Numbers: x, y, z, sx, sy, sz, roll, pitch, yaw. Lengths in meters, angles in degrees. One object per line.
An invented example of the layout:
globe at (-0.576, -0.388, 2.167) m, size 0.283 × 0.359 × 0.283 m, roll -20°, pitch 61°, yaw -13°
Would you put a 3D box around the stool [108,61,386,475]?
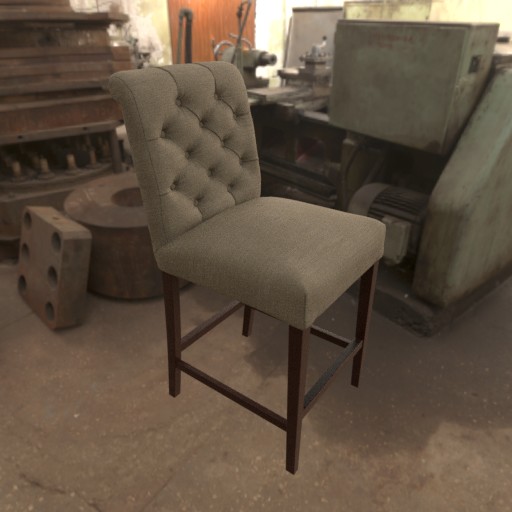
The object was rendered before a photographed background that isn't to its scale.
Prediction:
stool at (0.000, 0.000, 1.395) m, size 0.660 × 1.084 × 0.486 m, roll 19°, pitch 34°, yaw 32°
